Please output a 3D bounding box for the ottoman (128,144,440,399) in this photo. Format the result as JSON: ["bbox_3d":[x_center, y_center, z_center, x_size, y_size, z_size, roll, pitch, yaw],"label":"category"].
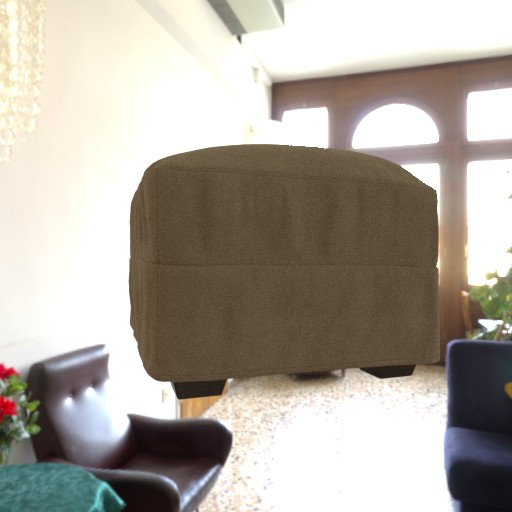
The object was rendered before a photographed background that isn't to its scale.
[{"bbox_3d":[0.000,0.000,1.087,0.584,0.480,0.712,0,0,-18],"label":"ottoman"}]
